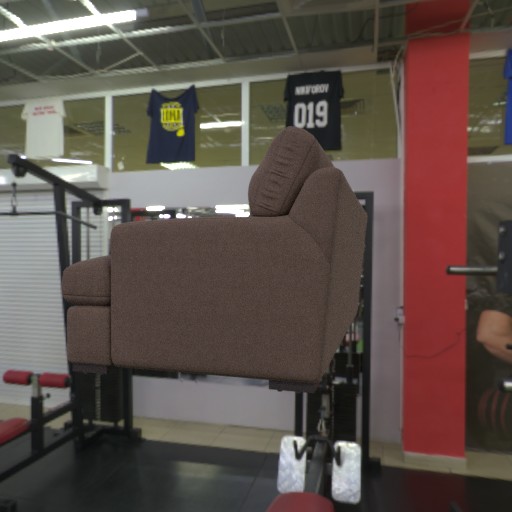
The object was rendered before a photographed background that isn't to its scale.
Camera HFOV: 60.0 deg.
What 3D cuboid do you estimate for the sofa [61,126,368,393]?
[{"bbox_3d":[0.000,0.000,2.495,1.140,0.950,1.869,0,0,17],"label":"sofa"}]
